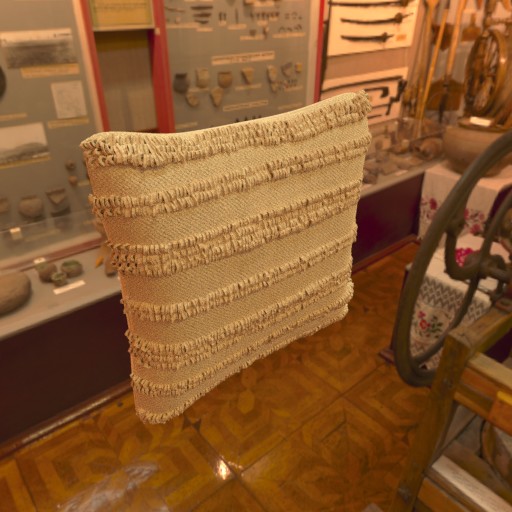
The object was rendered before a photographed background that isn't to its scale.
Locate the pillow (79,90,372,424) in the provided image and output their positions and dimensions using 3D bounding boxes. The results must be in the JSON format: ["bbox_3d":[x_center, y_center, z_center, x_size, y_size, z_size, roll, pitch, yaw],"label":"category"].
[{"bbox_3d":[0.000,0.000,0.651,0.437,0.427,0.145,-22,37,-32],"label":"pillow"}]
